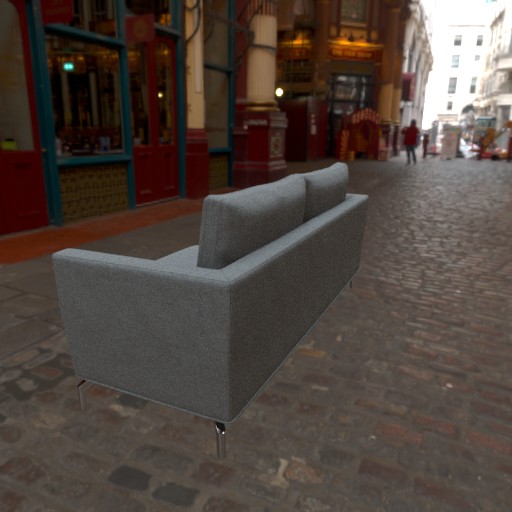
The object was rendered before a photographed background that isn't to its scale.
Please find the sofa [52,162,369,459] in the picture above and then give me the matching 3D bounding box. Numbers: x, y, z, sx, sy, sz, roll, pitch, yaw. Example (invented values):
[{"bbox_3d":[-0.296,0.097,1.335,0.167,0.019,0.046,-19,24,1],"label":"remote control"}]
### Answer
[{"bbox_3d":[0.000,0.000,2.662,0.869,1.002,2.212,8,18,24],"label":"sofa"}]
